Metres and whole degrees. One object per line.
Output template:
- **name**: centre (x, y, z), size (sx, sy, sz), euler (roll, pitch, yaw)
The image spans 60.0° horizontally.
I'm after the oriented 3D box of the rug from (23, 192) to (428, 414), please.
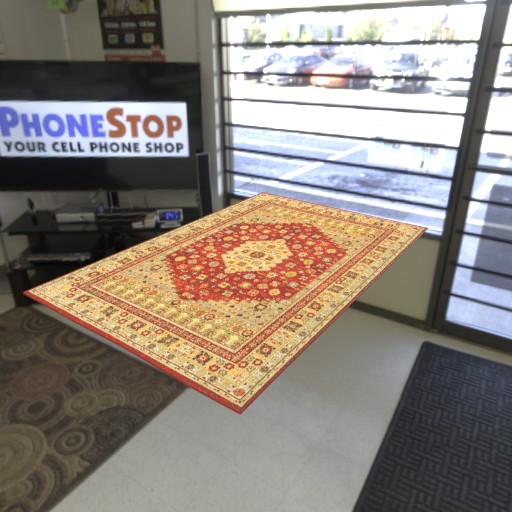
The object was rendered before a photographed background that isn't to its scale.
- **rug**: centre (0.000, 0.000, 2.267), size (1.194, 0.013, 1.802), euler (17, 30, 32)
